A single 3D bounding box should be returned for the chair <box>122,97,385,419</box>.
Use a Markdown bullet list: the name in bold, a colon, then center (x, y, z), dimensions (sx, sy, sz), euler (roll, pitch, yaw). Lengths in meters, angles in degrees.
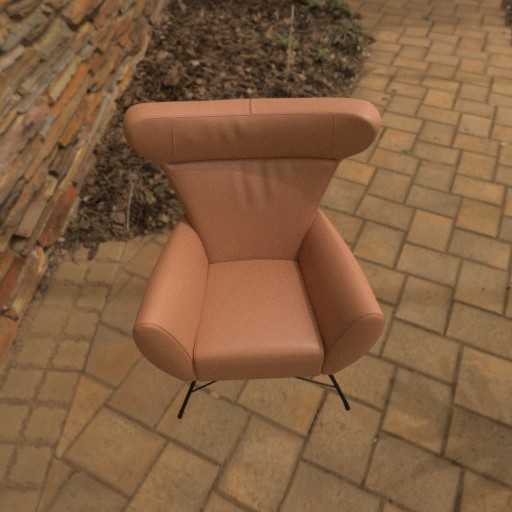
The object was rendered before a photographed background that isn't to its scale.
- **chair**: center (0.000, 0.000, 1.835), dimensions (0.980, 1.050, 0.900), euler (-2, 47, -2)
